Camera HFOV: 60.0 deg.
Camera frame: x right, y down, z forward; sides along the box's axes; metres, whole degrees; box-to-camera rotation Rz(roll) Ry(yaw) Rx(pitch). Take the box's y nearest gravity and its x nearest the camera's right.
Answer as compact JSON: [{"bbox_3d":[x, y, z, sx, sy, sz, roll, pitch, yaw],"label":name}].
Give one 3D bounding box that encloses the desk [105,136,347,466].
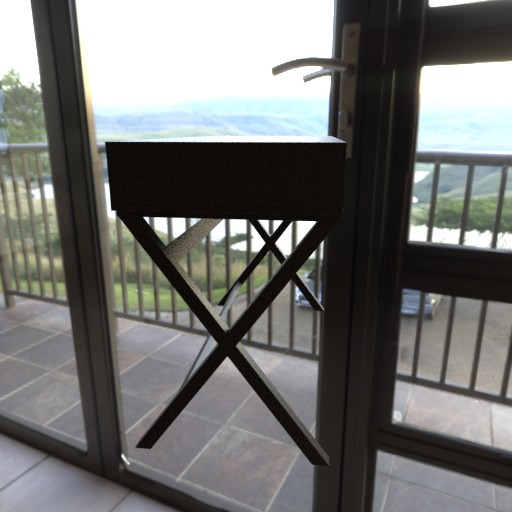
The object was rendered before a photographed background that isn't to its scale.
[{"bbox_3d":[0.000,0.000,1.516,0.504,0.780,1.057,2,16,7],"label":"desk"}]
